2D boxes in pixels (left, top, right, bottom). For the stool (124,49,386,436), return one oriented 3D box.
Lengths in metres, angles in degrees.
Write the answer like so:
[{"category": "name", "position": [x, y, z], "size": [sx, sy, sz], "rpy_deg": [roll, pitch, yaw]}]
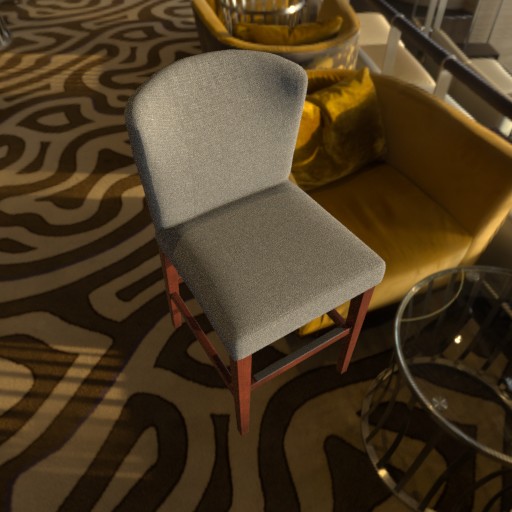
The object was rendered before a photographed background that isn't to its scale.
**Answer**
[{"category": "stool", "position": [0.000, 0.000, 1.289], "size": [0.479, 0.968, 0.568], "rpy_deg": [-25, 51, -22]}]
